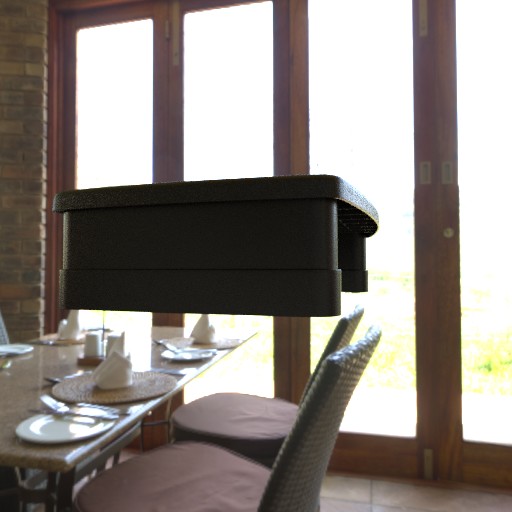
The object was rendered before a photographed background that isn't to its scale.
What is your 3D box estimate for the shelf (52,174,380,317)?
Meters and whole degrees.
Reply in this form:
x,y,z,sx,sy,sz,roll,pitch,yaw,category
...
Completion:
x,y,z,sx,sy,sz,roll,pitch,yaw,category
0.000,0.000,0.520,0.280,0.100,0.410,-1,-2,17,shelf
